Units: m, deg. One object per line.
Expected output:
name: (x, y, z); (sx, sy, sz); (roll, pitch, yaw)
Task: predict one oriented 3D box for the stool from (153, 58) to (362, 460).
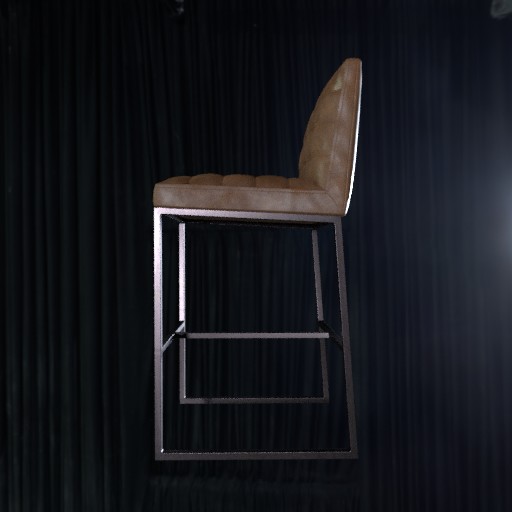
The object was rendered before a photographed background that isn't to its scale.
stool: (0.000, 0.000, 1.376); (0.562, 1.065, 0.463); (0, 1, -1)
